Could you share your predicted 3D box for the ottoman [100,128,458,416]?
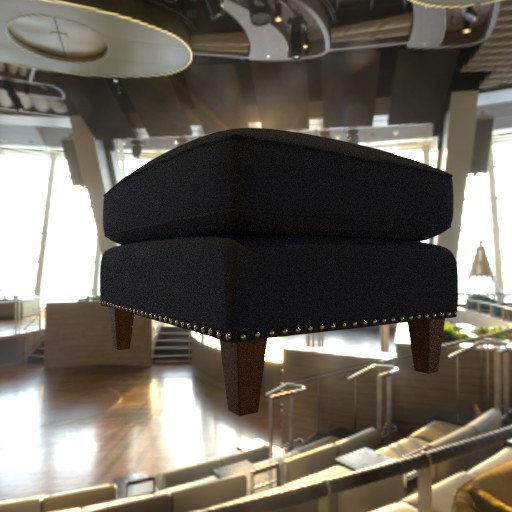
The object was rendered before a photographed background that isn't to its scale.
[{"bbox_3d":[0.000,0.000,1.112,0.584,0.513,0.741,1,-1,-34],"label":"ottoman"}]
